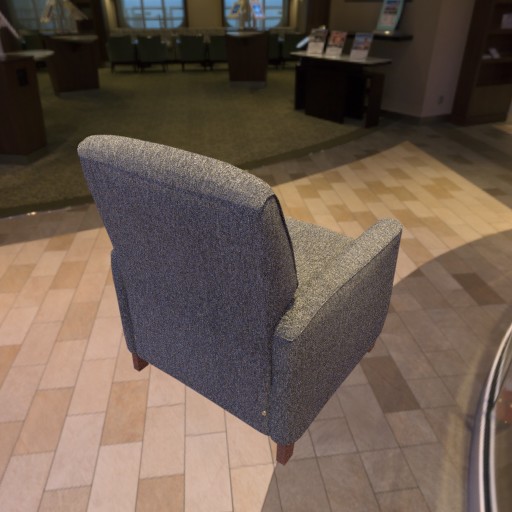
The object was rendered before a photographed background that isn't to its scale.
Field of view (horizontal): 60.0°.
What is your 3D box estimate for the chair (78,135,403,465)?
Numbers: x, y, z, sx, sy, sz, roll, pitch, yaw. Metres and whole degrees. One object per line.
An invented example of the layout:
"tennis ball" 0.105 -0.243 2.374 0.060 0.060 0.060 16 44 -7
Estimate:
"chair" 0.000 0.000 1.630 0.848 1.014 0.864 20 36 31
